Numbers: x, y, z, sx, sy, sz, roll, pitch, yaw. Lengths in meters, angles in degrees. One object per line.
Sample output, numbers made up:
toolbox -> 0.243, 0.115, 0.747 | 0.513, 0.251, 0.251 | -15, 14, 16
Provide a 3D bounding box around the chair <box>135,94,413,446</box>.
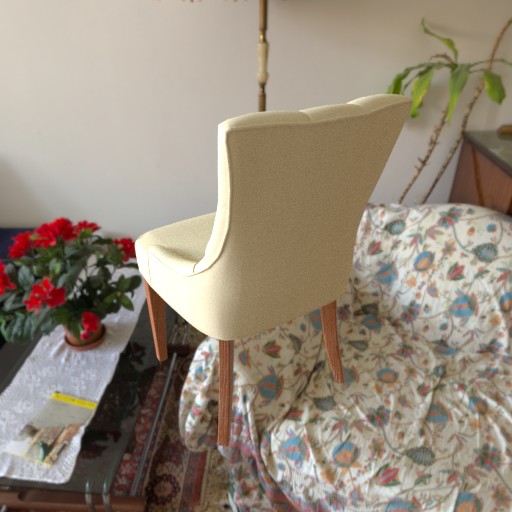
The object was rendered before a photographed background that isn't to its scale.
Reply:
chair -> 0.000, 0.000, 1.196 | 0.509, 0.874, 0.565 | -18, 35, -28
